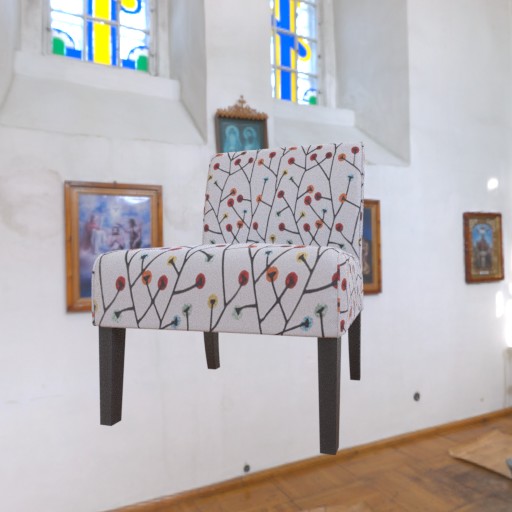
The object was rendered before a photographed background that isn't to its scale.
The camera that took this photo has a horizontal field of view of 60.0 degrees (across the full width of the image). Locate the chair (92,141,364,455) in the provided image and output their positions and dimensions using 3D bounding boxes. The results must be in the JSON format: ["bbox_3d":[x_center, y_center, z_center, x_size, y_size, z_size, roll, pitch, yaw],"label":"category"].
[{"bbox_3d":[0.000,0.000,1.296,0.597,0.813,0.732,-1,-2,18],"label":"chair"}]
